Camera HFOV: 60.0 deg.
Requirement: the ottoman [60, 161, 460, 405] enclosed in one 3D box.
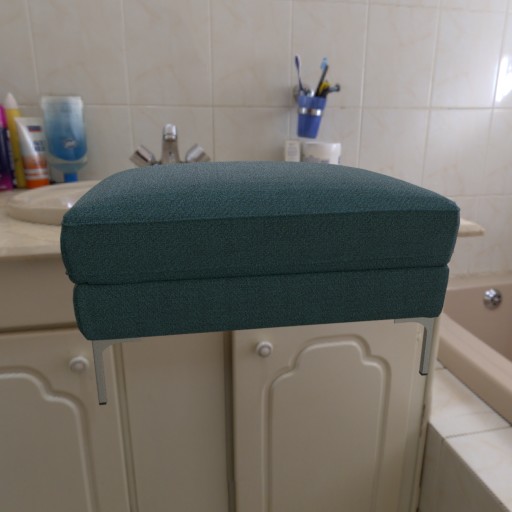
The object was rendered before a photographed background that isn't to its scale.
[{"bbox_3d":[0.000,0.000,1.193,0.856,0.498,0.563,-3,17,-9],"label":"ottoman"}]
